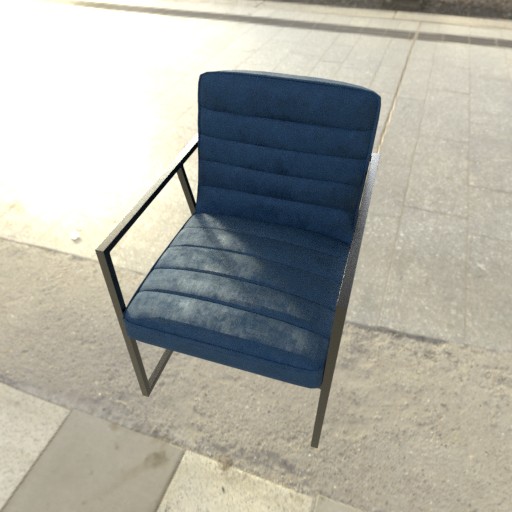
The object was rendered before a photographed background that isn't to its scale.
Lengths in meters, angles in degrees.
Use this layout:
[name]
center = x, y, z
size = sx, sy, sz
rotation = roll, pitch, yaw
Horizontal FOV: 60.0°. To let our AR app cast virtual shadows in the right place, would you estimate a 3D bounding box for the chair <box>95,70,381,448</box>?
[chair]
center = 0.000, 0.000, 1.287
size = 0.571, 0.833, 0.677
rotation = 12, 44, 13
